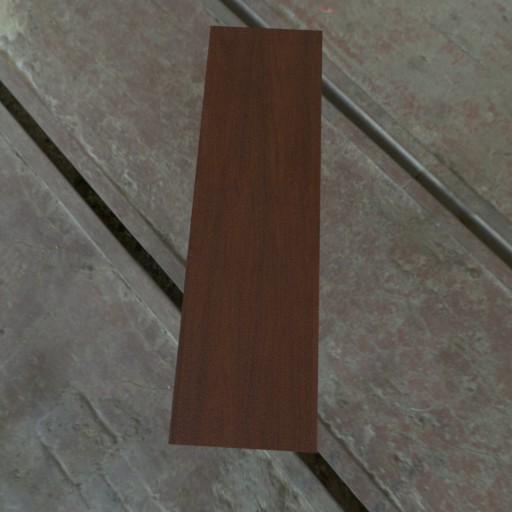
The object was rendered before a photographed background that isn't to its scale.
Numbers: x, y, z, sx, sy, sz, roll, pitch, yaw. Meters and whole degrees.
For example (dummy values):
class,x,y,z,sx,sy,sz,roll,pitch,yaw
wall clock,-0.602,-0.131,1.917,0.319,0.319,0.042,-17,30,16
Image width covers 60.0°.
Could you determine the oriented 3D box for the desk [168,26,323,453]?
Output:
class,x,y,z,sx,sy,sz,roll,pitch,yaw
desk,0.000,0.000,1.635,0.384,0.917,1.204,3,73,1
